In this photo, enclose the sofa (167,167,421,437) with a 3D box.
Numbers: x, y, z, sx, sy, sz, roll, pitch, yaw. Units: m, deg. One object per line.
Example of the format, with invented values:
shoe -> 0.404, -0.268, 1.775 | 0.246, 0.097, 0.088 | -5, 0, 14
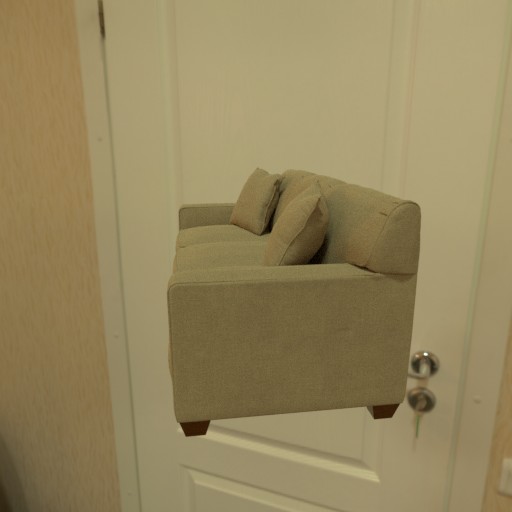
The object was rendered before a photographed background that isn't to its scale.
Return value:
sofa -> 0.000, 0.000, 2.622 | 0.997, 0.958, 2.024 | -2, 15, -8
